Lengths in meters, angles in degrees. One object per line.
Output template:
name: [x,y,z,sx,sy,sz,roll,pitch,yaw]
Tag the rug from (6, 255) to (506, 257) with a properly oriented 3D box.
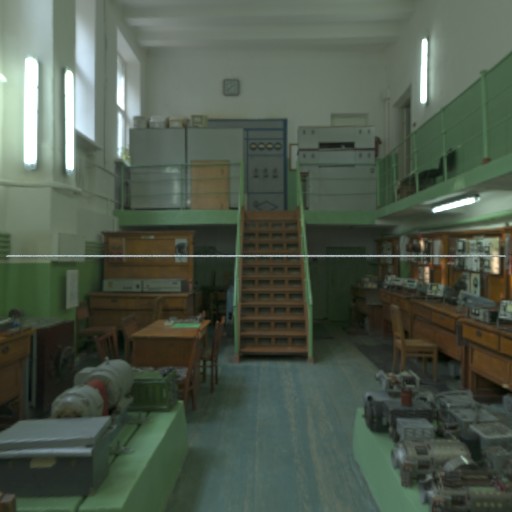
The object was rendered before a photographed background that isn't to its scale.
rug: [0.000,0.000,2.921,2.440,0.008,1.524,0,0,-1]
